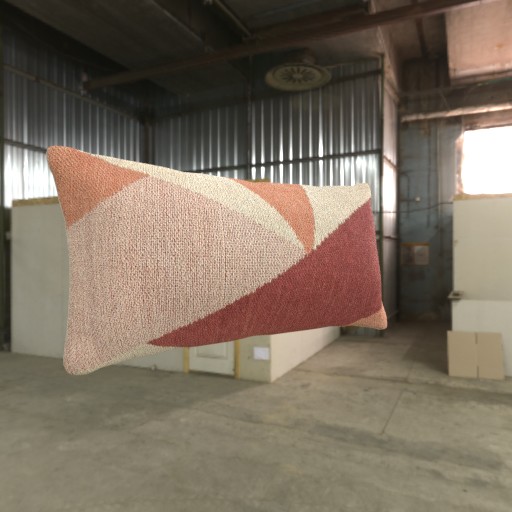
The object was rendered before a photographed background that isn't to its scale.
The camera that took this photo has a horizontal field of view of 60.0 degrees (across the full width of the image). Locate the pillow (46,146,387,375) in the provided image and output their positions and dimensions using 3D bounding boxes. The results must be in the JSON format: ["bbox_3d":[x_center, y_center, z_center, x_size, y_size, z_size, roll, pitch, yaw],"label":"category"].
[{"bbox_3d":[0.000,0.000,0.712,0.609,0.292,0.155,-1,1,-36],"label":"pillow"}]
